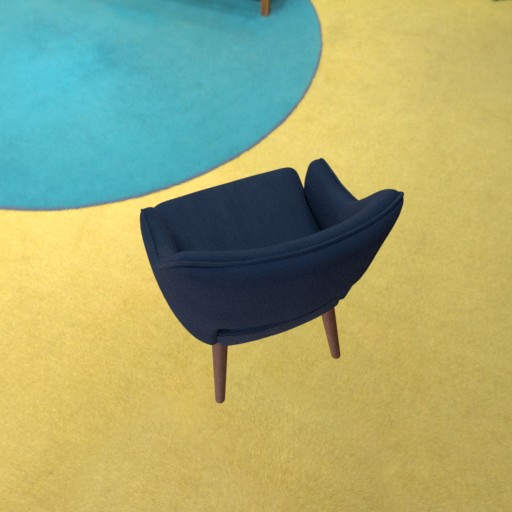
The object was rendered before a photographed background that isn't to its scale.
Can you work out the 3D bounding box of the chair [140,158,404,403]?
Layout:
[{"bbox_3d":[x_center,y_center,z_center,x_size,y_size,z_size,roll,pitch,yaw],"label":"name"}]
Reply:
[{"bbox_3d":[0.000,0.000,1.231,0.559,0.844,0.591,-18,59,-11],"label":"chair"}]
